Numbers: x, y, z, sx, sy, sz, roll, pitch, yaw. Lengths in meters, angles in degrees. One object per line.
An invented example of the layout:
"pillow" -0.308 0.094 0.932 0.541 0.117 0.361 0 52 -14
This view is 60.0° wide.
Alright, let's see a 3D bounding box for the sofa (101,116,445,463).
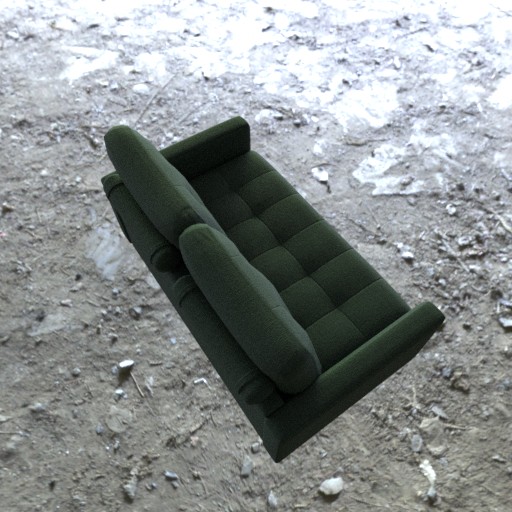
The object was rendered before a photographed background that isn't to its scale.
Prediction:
"sofa" 0.000 0.000 1.944 0.842 0.907 1.407 -30 62 -18
